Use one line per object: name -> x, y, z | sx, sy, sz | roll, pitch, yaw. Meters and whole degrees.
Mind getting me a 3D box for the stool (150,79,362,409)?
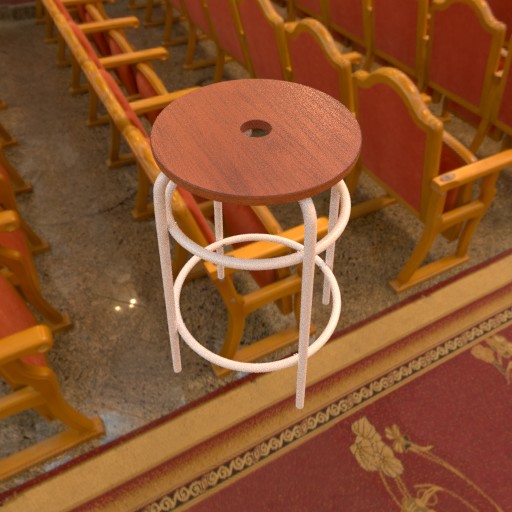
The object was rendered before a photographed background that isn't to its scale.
stool -> 0.000, 0.000, 0.934 | 0.455, 0.610, 0.455 | -21, 52, -18
